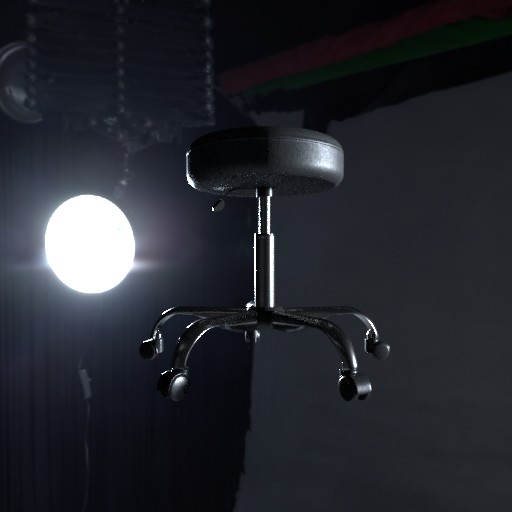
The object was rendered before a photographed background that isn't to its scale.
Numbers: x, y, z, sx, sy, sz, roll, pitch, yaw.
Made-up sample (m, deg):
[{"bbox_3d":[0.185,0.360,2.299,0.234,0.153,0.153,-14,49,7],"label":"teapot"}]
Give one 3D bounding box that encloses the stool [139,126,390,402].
[{"bbox_3d":[0.000,0.000,1.129,0.673,0.576,0.638,0,0,35],"label":"stool"}]
